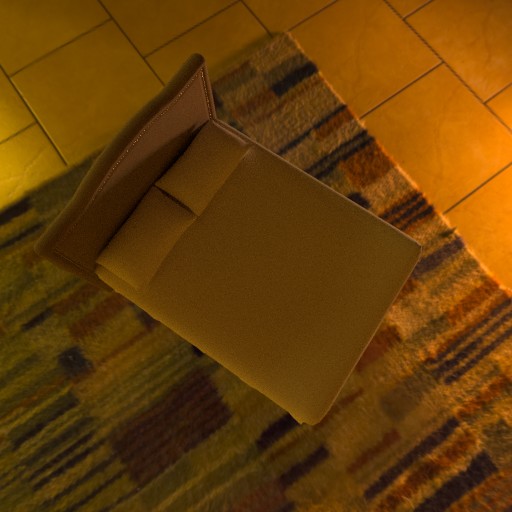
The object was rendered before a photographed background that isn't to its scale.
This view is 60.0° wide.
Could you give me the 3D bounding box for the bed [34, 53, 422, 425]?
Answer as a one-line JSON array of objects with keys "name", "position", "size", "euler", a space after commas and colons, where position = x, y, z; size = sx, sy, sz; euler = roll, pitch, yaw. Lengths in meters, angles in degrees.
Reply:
[{"name": "bed", "position": [0.000, 0.000, 3.299], "size": [2.128, 1.441, 1.744], "euler": [33, 78, 8]}]
